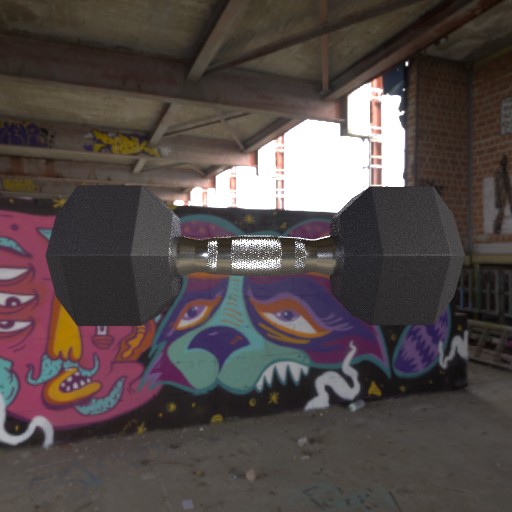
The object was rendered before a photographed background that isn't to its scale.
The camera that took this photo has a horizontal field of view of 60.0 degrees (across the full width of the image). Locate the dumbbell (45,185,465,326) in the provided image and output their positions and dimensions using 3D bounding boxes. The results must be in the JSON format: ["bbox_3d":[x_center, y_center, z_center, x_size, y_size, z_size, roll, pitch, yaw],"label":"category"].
[{"bbox_3d":[0.000,0.000,0.349,0.297,0.101,0.116,0,-1,-1],"label":"dumbbell"}]
